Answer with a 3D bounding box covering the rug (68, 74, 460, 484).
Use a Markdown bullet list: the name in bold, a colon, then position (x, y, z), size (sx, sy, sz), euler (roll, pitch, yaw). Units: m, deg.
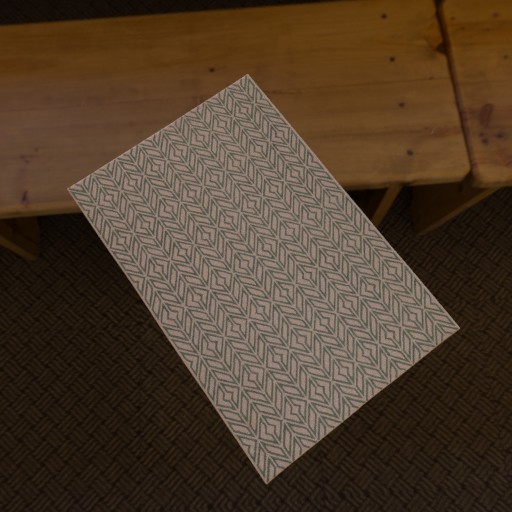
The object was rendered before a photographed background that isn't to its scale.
- **rug**: position (0.000, 0.000, 2.332), size (1.220, 0.007, 1.828), euler (-35, 79, -8)
